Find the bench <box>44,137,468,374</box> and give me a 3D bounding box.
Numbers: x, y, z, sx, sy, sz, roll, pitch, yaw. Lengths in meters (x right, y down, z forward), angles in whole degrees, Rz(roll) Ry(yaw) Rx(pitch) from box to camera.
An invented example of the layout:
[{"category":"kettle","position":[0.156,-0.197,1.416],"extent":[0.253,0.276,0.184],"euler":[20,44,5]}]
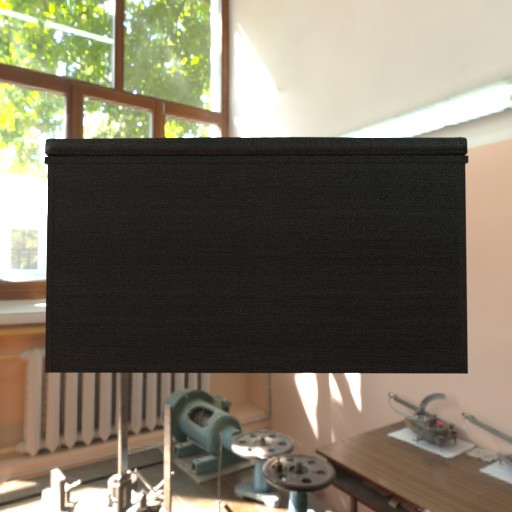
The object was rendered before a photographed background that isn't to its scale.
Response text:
[{"category":"bench","position":[0.000,0.000,1.134],"extent":[0.905,0.501,0.401],"euler":[0,-2,1]}]
